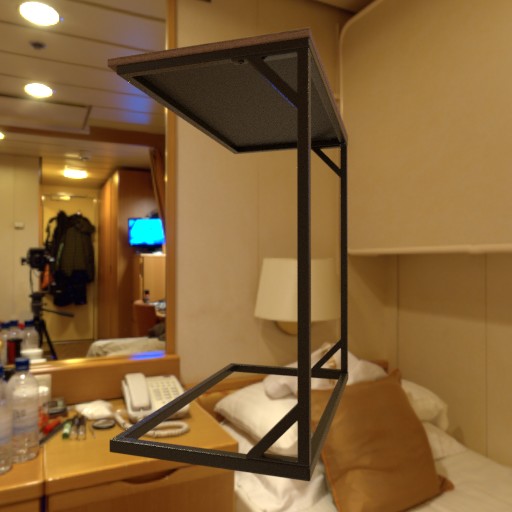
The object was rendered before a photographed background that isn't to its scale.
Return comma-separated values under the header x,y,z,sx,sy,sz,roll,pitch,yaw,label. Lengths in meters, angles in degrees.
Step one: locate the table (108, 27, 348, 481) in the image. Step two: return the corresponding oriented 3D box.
x,y,z,sx,sy,sz,roll,pitch,yaw,label
0.000,0.000,0.992,0.351,0.673,0.597,0,-1,17,table
